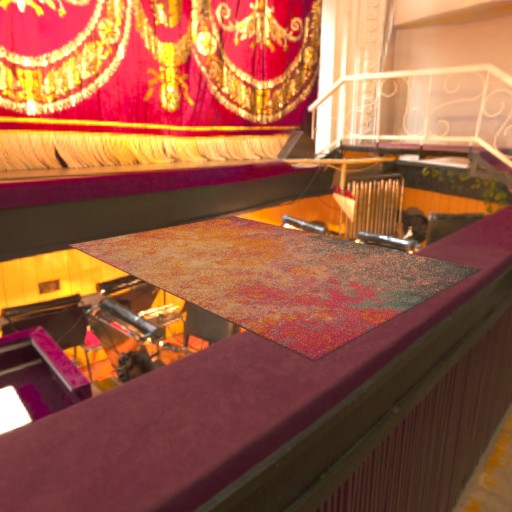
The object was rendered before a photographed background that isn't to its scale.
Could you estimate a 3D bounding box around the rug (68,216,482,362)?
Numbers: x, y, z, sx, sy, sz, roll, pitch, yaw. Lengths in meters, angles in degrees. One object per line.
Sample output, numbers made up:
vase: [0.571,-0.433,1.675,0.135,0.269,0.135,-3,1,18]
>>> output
rug: [0.000,0.000,3.715,2.007,0.013,2.896,-15,22,-41]
